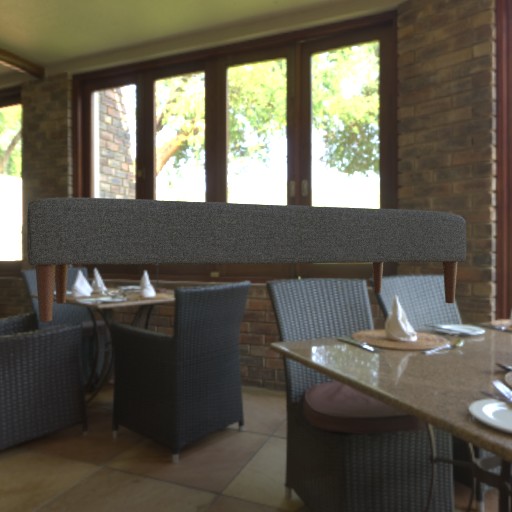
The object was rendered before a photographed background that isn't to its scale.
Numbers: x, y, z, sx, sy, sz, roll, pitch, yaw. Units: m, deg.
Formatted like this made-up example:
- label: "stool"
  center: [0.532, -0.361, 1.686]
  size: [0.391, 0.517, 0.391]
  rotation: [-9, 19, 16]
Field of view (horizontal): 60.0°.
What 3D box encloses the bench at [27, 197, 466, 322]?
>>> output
- label: "bench"
  center: [0.000, 0.000, 1.806]
  size: [1.598, 0.384, 0.631]
  rotation: [0, 0, -19]
